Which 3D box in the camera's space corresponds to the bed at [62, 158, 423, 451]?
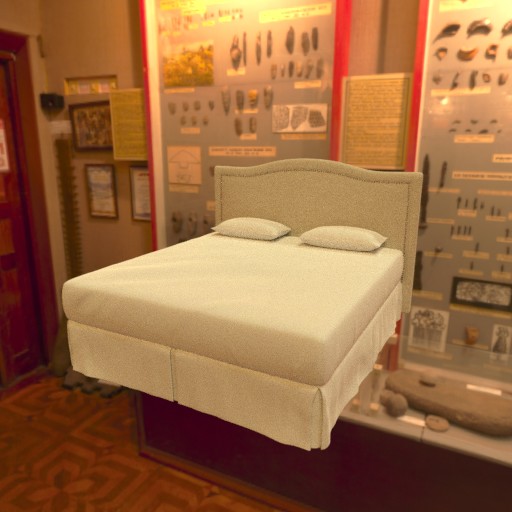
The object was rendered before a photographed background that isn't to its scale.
[{"bbox_3d":[0.000,0.000,3.482,2.083,1.421,2.182,8,17,27],"label":"bed"}]
